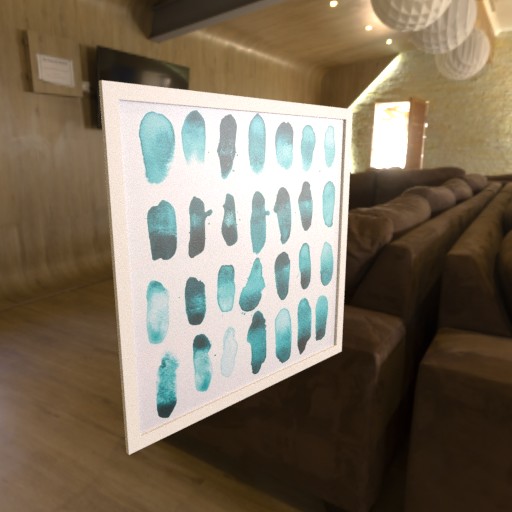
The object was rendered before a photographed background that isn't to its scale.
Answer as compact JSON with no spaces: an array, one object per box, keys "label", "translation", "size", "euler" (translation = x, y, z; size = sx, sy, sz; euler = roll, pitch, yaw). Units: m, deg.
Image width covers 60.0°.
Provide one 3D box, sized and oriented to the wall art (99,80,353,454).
[{"label":"wall art","translation":[0.000,0.000,0.829],"size":[0.558,0.559,0.009],"euler":[-12,17,-42]}]
